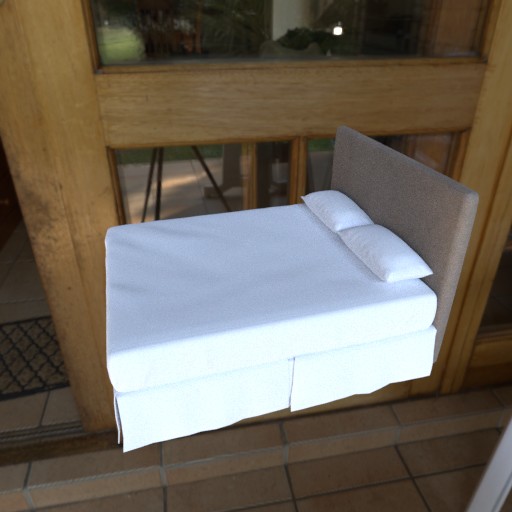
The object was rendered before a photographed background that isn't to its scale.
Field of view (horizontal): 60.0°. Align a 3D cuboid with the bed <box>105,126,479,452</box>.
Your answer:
[{"bbox_3d":[0.000,0.000,3.140,2.142,1.330,1.723,-8,30,-14],"label":"bed"}]
